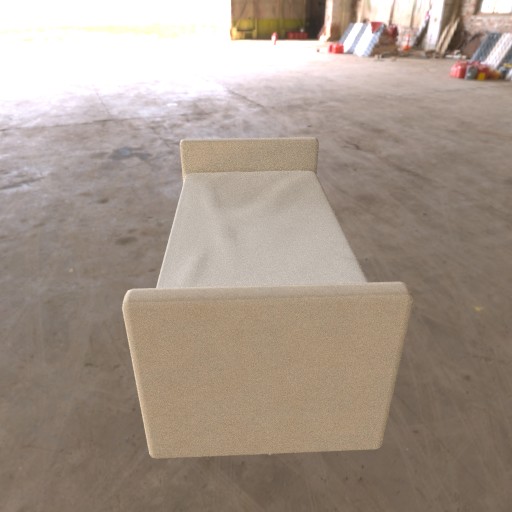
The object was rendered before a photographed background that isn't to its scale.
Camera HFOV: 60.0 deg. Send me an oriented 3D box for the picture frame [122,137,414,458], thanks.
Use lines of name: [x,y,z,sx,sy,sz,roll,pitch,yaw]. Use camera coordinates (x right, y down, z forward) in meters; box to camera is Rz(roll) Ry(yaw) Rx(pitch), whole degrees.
picture frame: [0.000,0.000,2.742,1.069,0.891,2.161,-1,30,-2]
